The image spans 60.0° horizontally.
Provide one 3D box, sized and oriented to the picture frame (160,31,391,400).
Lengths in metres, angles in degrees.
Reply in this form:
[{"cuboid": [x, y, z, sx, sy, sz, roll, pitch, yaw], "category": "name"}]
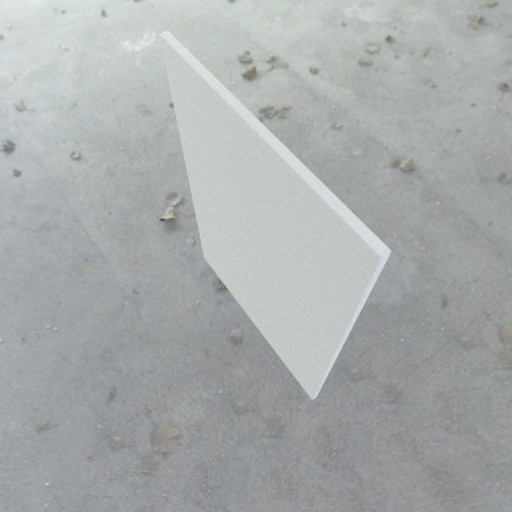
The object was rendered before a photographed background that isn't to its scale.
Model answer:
[{"cuboid": [0.000, 0.000, 0.683, 0.012, 0.534, 0.381, -32, 65, -17], "category": "picture frame"}]
